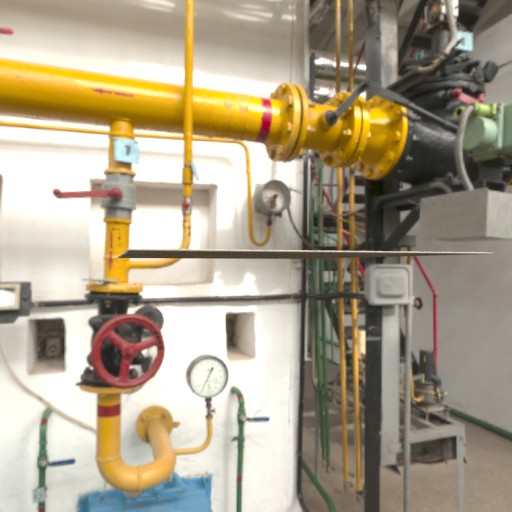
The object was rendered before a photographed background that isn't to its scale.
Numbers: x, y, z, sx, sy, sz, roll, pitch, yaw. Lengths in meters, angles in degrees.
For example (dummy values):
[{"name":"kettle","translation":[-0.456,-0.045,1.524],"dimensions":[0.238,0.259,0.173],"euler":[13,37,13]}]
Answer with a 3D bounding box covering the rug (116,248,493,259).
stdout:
[{"name":"rug","translation":[0.000,0.000,4.011],"dimensions":[2.363,0.012,2.980],"euler":[0,-1,-19]}]
